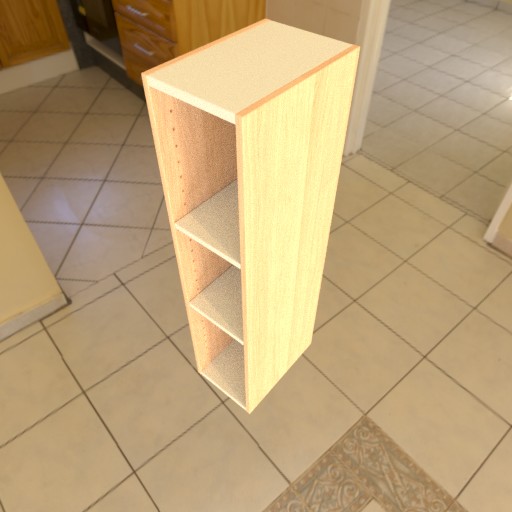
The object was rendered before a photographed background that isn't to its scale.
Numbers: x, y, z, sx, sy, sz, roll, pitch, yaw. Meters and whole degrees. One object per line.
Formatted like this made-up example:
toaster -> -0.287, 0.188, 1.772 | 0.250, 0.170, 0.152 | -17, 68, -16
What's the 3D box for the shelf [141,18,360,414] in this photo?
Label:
shelf -> 0.000, 0.000, 1.002 | 0.197, 0.882, 0.290 | 31, 54, 26
